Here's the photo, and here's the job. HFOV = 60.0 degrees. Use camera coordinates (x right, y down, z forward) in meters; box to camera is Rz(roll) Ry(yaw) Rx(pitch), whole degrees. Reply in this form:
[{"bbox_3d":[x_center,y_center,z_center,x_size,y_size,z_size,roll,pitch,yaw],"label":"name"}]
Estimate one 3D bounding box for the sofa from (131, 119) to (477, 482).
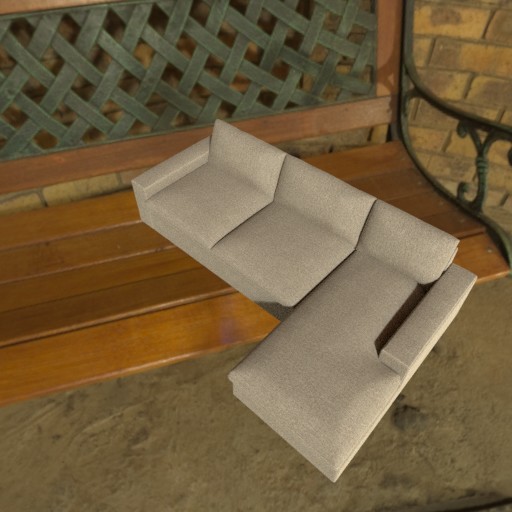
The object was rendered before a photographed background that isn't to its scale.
[{"bbox_3d":[0.000,0.000,3.399,2.718,0.813,1.689,34,56,27],"label":"sofa"}]
